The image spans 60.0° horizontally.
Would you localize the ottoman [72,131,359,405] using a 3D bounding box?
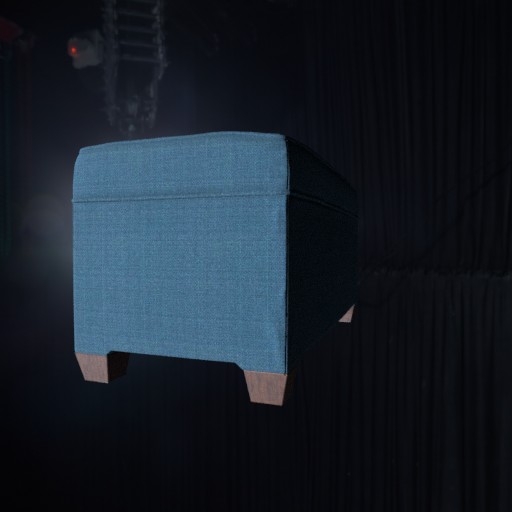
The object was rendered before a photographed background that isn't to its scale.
[{"bbox_3d":[0.000,0.000,1.223,0.474,0.474,0.943,1,2,20],"label":"ottoman"}]
